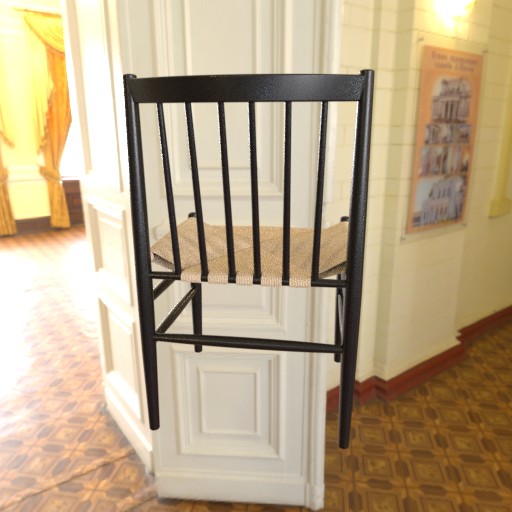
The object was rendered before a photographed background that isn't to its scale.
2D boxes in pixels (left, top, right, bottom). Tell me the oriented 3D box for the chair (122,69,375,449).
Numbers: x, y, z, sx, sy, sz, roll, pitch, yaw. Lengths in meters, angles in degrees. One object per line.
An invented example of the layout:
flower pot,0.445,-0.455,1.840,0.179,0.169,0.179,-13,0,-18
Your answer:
chair,0.000,0.000,1.108,0.495,0.818,0.516,2,16,8
